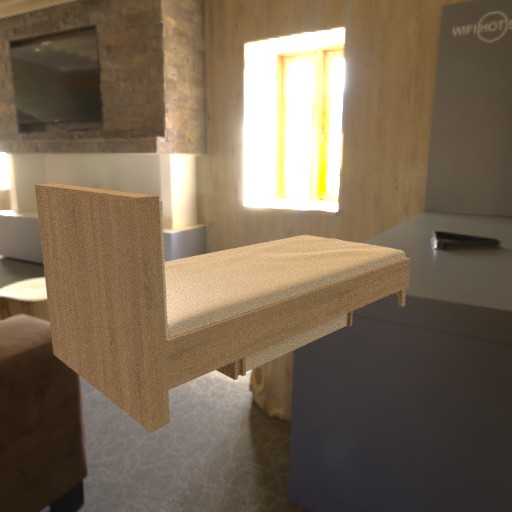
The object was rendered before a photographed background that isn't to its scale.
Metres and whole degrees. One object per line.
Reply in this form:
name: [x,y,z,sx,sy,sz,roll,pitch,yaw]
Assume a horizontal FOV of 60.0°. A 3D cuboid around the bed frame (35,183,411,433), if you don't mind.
bed frame: [0.000,0.000,2.713,2.140,0.920,0.990,-12,18,-43]
